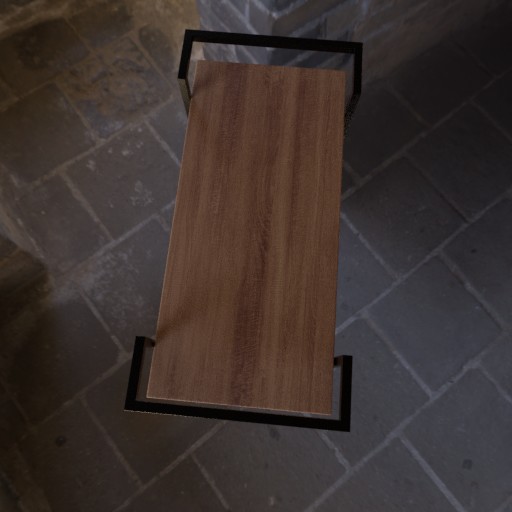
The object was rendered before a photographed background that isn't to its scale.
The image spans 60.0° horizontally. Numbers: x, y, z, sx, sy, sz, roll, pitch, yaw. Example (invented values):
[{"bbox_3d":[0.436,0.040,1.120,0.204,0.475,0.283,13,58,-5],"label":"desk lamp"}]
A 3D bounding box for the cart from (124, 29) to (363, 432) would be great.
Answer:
[{"bbox_3d":[0.000,0.000,1.242,0.406,0.762,0.806,5,75,1],"label":"cart"}]
